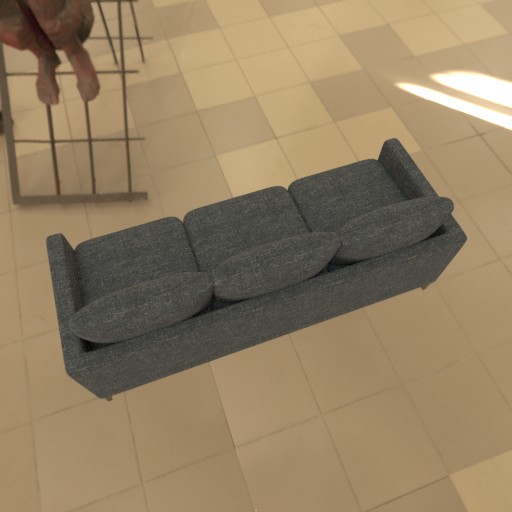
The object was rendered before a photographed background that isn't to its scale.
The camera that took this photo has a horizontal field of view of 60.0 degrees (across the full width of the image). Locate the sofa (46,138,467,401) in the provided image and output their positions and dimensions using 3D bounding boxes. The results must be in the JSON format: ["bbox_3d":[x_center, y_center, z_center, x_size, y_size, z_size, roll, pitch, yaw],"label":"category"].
[{"bbox_3d":[0.000,0.000,2.659,2.218,0.874,0.859,-18,62,-10],"label":"sofa"}]
